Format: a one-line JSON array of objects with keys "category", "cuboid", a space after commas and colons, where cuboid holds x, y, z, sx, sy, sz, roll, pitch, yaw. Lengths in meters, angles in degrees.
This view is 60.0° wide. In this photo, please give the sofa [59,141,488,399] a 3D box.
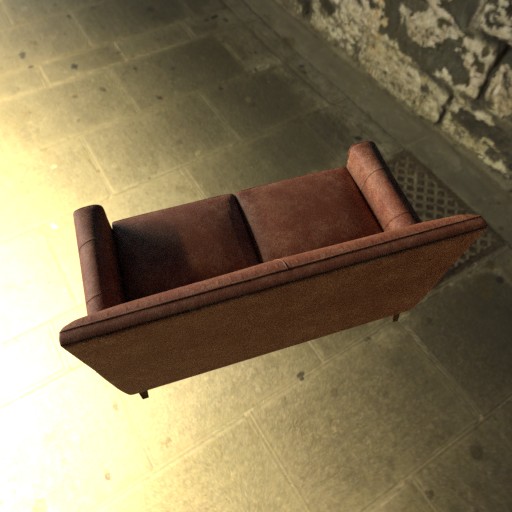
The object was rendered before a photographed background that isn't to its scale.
[{"category": "sofa", "cuboid": [0.000, 0.000, 1.999, 1.473, 0.871, 0.787, -15, 59, -9]}]
